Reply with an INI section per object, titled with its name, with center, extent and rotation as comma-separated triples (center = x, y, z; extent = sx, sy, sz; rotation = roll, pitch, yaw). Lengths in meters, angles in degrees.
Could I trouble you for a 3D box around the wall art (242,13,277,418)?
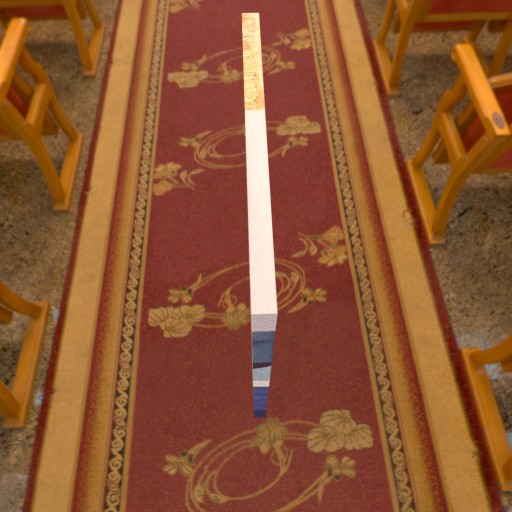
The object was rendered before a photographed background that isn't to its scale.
[wall art]
center = 0.000, 0.000, 0.794
extent = 0.026, 0.613, 0.458
rotation = -2, 61, -1
